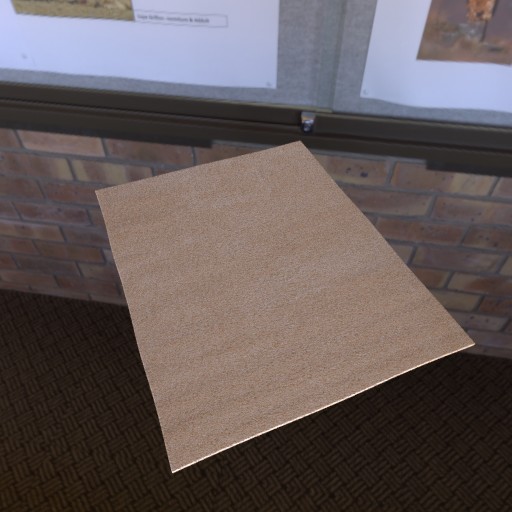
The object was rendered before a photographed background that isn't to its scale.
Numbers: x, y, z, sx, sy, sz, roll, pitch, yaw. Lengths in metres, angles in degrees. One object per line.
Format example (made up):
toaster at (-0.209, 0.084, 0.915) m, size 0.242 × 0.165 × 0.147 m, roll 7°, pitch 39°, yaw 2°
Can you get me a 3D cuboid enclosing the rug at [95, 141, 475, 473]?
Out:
rug at (0.000, 0.000, 4.035) m, size 2.400 × 0.025 × 3.000 m, roll -17°, pitch 50°, yaw -15°
